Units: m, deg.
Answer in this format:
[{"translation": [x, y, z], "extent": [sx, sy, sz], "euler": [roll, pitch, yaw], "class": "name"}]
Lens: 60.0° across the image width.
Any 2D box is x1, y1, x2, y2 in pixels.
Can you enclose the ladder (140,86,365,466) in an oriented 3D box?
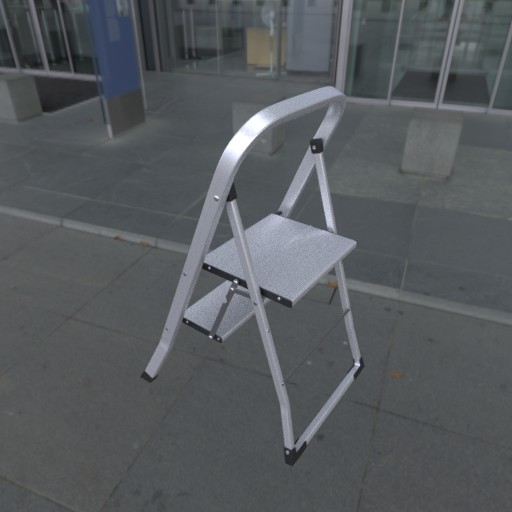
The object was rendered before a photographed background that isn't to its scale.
[{"translation": [0.000, 0.000, 1.145], "extent": [0.530, 0.830, 0.465], "euler": [22, 38, 30], "class": "ladder"}]
